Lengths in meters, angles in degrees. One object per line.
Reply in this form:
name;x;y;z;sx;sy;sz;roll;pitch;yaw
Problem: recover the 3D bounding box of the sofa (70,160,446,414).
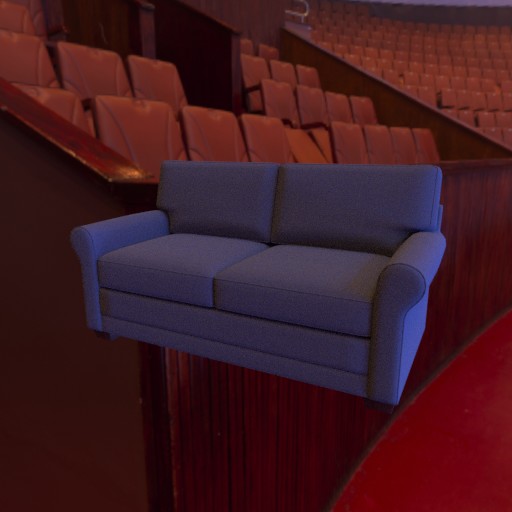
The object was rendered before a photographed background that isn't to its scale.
sofa;0.000;0.000;2.513;1.930;1.020;0.940;7;16;26
